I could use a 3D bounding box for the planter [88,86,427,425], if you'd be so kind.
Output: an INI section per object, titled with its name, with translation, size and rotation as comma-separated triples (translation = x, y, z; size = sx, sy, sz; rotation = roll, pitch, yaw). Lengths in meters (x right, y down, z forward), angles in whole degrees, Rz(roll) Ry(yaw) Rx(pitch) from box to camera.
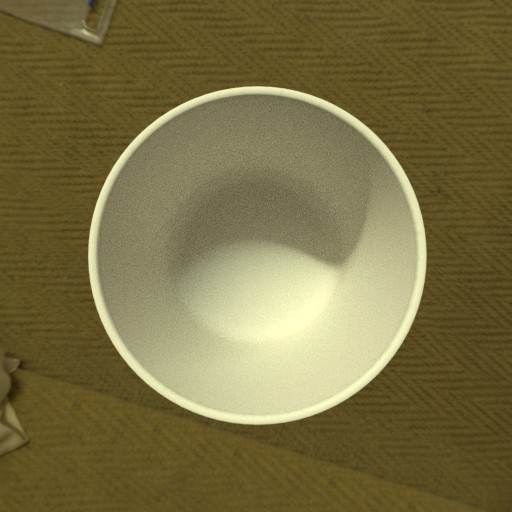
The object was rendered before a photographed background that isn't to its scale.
[planter]
translation = 0.000, 0.000, 0.772
size = 0.440, 0.398, 0.440
rotation = 0, 90, -1
